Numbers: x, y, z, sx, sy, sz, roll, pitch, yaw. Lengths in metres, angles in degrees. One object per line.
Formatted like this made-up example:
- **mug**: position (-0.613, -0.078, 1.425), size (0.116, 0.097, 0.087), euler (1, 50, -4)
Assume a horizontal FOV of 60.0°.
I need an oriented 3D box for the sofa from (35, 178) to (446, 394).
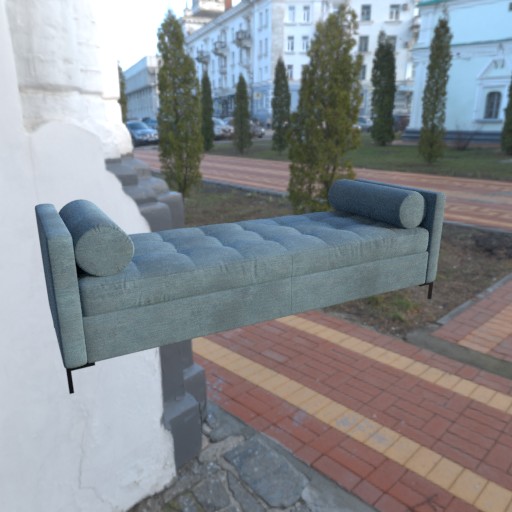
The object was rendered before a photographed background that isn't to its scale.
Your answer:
- **sofa**: position (0.000, 0.000, 2.313), size (1.981, 0.635, 0.686), euler (-9, 19, -27)
